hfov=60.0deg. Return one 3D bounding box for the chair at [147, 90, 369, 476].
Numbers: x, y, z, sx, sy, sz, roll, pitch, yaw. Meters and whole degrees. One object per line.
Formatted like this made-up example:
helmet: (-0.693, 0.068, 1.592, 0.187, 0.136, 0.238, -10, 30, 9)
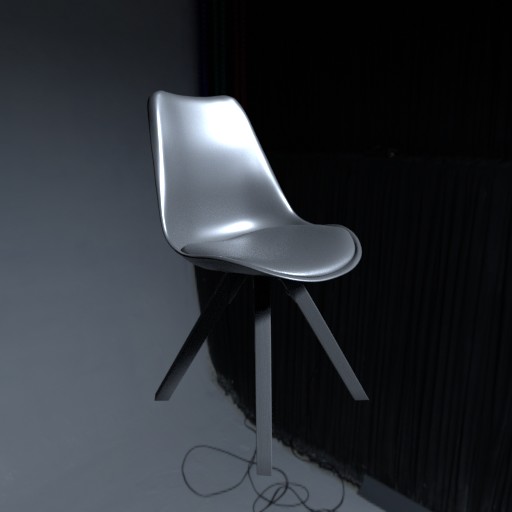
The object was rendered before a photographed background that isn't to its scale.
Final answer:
chair: (0.000, 0.000, 1.189, 0.530, 0.850, 0.485, 15, 21, 42)
